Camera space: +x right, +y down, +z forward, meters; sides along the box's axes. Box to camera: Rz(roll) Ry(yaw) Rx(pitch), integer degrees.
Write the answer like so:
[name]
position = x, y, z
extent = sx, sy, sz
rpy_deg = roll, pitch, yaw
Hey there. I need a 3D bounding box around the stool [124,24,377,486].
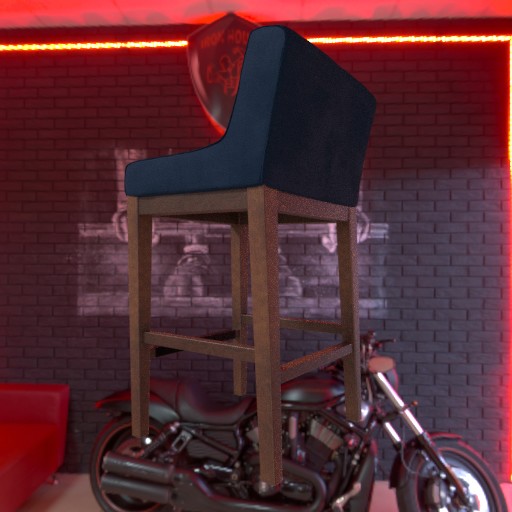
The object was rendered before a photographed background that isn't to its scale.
[stool]
position = 0.000, 0.000, 1.211
extent = 0.516, 0.945, 0.511
rpy_deg = 0, 0, 35
